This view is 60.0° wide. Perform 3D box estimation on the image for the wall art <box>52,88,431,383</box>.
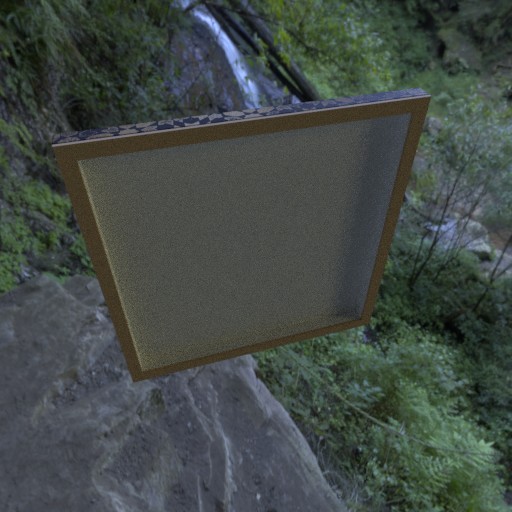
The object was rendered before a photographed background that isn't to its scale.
[{"bbox_3d":[0.000,0.000,0.907,0.612,0.612,0.038,-11,44,-12],"label":"wall art"}]
